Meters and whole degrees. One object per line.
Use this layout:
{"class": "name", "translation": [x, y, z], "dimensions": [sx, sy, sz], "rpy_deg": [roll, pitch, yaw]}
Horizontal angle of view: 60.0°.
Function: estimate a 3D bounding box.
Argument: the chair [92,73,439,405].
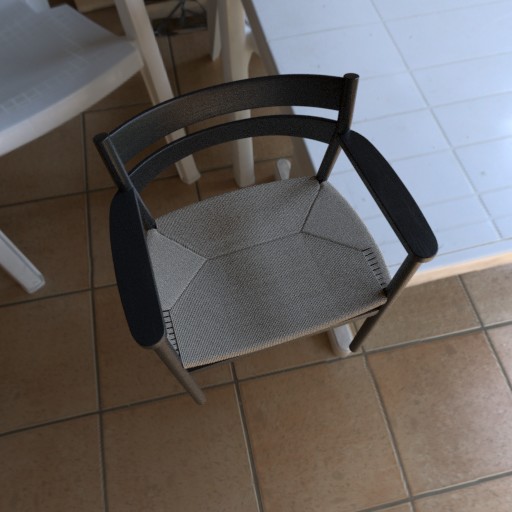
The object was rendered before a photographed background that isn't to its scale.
{"class": "chair", "translation": [0.000, 0.000, 1.179], "dimensions": [0.630, 0.775, 0.508], "rpy_deg": [-17, 64, -8]}
